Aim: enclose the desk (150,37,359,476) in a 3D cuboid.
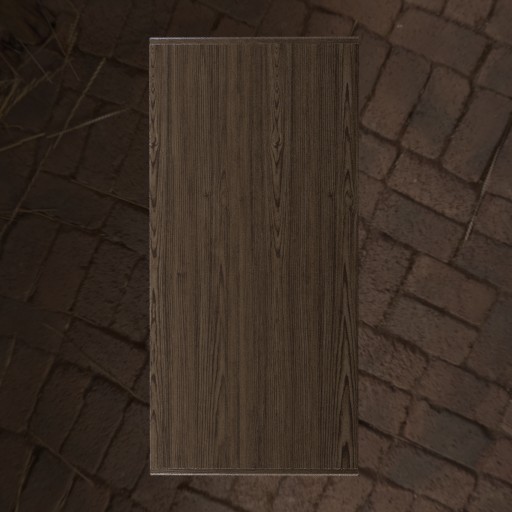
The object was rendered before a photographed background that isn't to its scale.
[{"bbox_3d":[0.000,0.000,1.447,0.508,0.755,1.067,0,90,0],"label":"desk"}]
